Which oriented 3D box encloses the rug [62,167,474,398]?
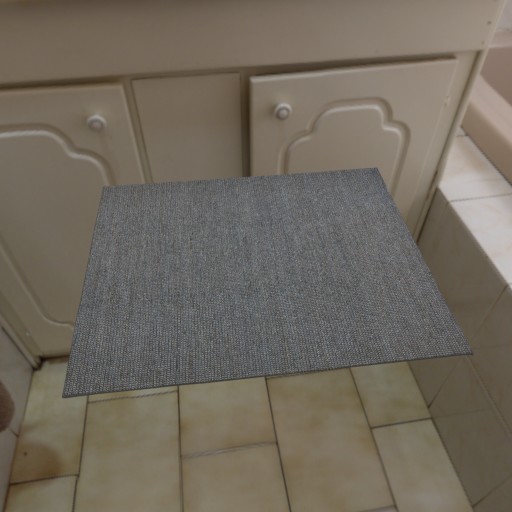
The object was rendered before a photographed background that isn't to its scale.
[{"bbox_3d":[0.000,0.000,4.092,3.068,0.021,2.456,-5,47,-5],"label":"rug"}]
